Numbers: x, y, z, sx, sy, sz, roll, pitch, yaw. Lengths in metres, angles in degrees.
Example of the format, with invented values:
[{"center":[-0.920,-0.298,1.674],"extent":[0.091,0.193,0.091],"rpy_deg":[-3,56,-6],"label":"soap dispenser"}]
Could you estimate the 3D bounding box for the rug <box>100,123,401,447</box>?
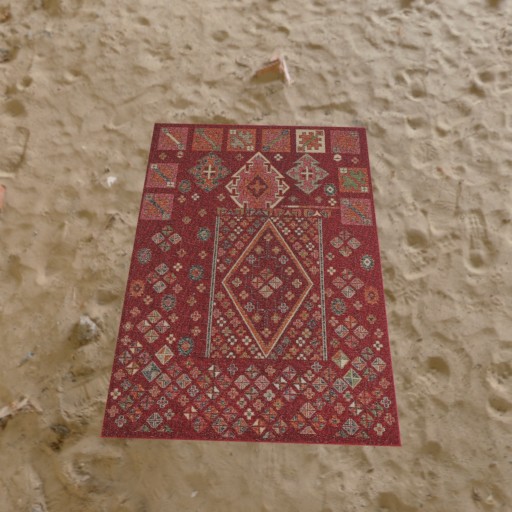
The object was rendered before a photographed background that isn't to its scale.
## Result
[{"center":[0.000,0.000,4.256],"extent":[2.389,0.011,3.306],"rpy_deg":[1,63,1],"label":"rug"}]
